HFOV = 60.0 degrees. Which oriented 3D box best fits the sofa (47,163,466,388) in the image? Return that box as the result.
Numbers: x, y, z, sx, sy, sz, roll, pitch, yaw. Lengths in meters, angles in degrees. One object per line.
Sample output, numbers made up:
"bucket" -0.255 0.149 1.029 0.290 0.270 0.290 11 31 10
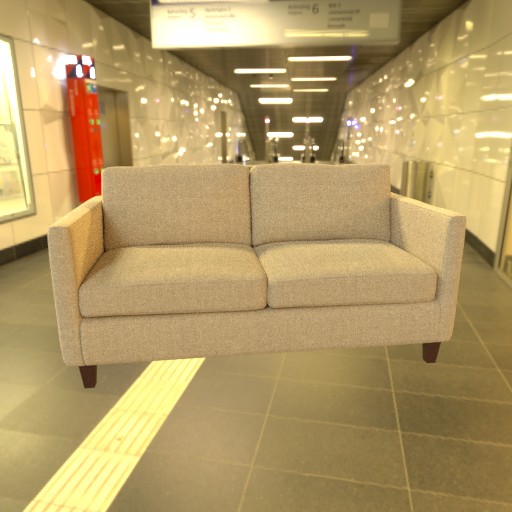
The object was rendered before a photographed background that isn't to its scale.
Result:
"sofa" 0.000 0.000 2.423 1.884 0.963 0.950 -2 16 -8
